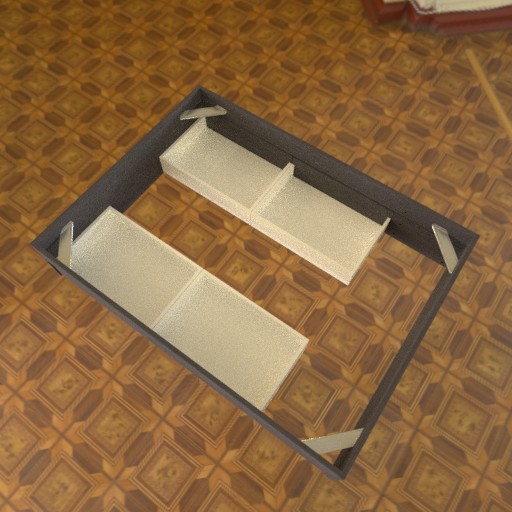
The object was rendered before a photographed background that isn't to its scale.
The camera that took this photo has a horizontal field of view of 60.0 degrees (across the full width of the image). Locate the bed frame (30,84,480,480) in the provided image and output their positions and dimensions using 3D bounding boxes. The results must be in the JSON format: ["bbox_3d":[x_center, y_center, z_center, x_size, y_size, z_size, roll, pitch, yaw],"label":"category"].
[{"bbox_3d":[0.000,0.000,2.558,1.944,0.459,1.448,33,68,15],"label":"bed frame"}]
